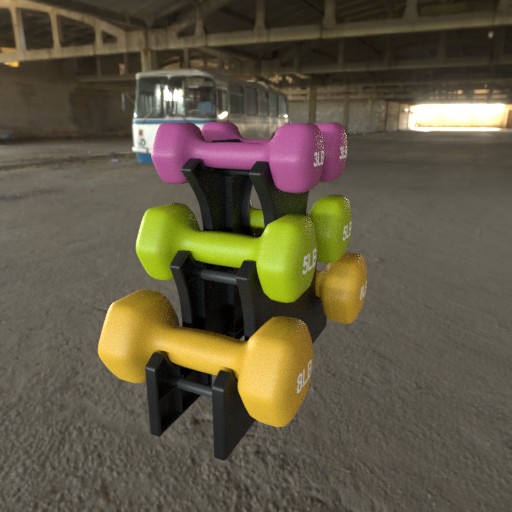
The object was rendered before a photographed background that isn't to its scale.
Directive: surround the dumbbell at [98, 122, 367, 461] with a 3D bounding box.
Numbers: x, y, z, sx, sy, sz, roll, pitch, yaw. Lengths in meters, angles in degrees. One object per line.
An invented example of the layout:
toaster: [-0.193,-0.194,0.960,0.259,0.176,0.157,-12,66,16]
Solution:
dumbbell: [0.000,0.000,0.470,0.190,0.271,0.300,8,19,25]
